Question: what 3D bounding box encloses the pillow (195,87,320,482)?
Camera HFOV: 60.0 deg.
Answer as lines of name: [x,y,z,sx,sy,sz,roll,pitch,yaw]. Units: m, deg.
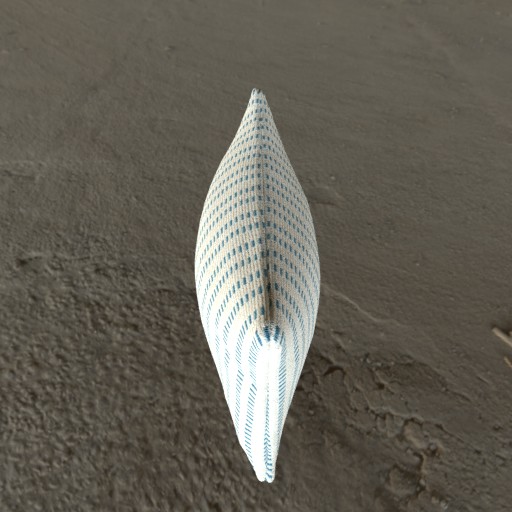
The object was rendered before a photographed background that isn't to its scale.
pillow: [0.000,0.000,0.784,0.210,0.353,0.640,-1,42,-1]
